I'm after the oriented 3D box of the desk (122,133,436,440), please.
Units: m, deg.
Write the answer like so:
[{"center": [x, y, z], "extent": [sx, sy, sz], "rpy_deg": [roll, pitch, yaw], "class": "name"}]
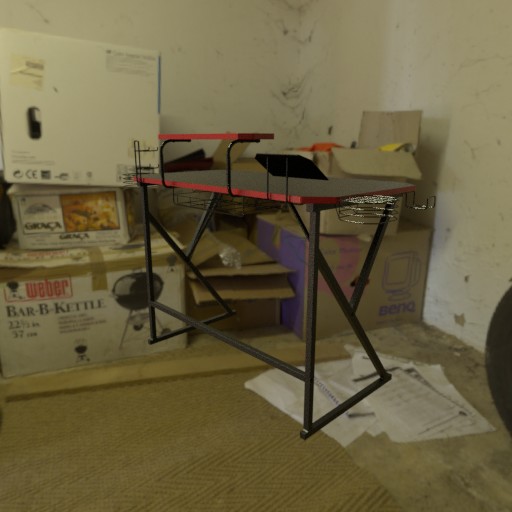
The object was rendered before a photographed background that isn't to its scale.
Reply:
[{"center": [0.000, 0.000, 1.725], "extent": [0.588, 0.913, 1.280], "rpy_deg": [-14, 20, -42], "class": "desk"}]
